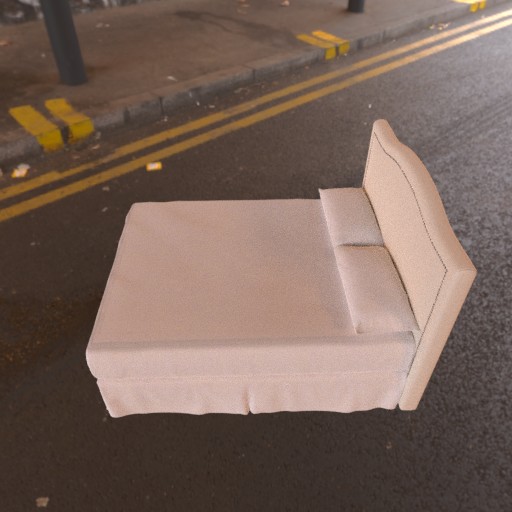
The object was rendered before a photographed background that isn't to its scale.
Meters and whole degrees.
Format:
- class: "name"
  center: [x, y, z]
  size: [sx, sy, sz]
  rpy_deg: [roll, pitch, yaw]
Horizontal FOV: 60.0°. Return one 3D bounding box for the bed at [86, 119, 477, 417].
- class: "bed"
  center: [0.000, 0.000, 3.206]
  size: [2.143, 1.460, 1.753]
  rpy_deg: [-1, 41, -1]
